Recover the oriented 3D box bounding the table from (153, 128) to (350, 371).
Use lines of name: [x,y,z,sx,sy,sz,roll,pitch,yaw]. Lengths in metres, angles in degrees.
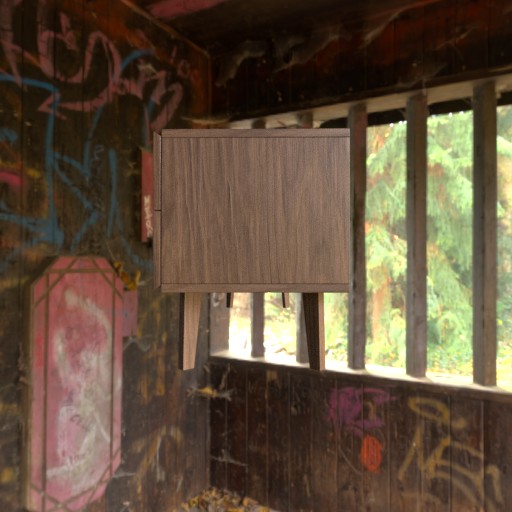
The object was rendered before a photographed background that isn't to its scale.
table: [0.000,0.000,1.608,0.405,0.508,1.397,0,-1,1]
